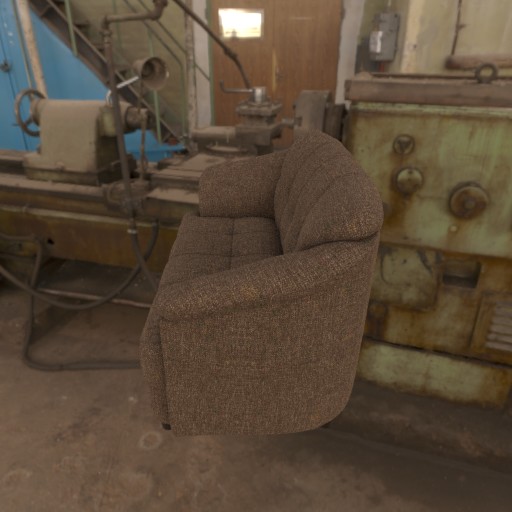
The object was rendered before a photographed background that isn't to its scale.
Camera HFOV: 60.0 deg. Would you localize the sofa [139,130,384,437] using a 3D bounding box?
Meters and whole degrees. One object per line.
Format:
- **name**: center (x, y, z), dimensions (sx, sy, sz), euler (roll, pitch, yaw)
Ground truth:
- **sofa**: center (0.000, 0.000, 1.954), dimensions (0.799, 0.895, 1.404), euler (0, 27, -1)
